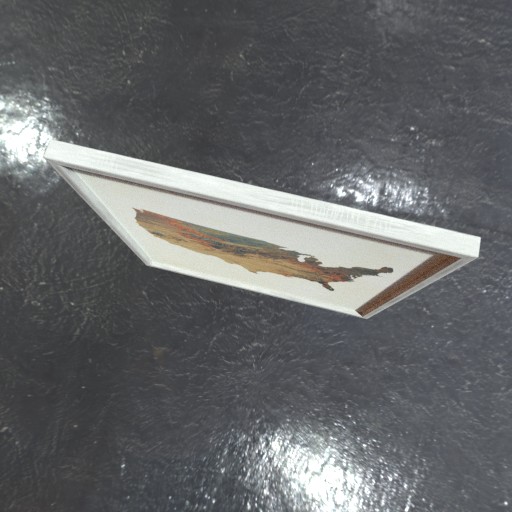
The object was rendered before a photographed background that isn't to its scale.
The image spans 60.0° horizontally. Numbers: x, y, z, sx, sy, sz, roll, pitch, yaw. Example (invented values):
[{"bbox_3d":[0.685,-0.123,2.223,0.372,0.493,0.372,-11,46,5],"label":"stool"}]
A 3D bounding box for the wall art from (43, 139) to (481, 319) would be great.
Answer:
[{"bbox_3d":[0.000,0.000,0.446,0.303,0.303,0.015,13,75,4],"label":"wall art"}]
